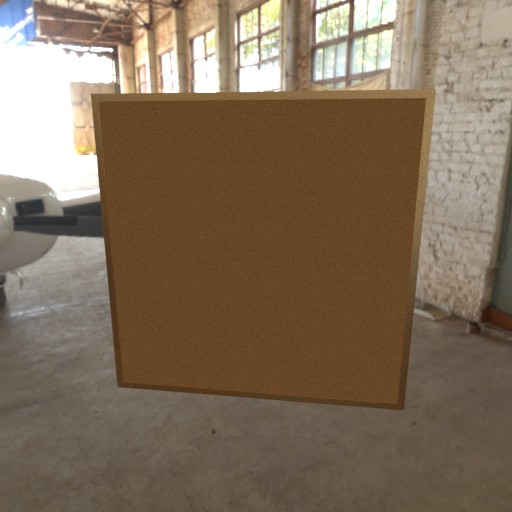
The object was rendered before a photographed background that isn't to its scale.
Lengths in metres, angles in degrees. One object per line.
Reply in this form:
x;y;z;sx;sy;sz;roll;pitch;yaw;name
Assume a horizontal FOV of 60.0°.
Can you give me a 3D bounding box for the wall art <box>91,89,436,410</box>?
0.000;0.000;0.733;0.509;0.509;0.040;2;15;8;wall art
